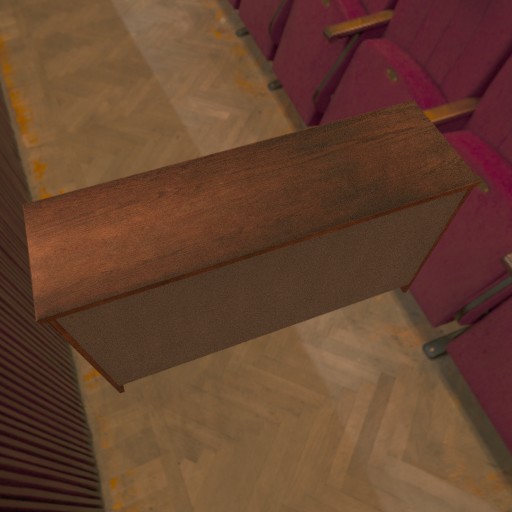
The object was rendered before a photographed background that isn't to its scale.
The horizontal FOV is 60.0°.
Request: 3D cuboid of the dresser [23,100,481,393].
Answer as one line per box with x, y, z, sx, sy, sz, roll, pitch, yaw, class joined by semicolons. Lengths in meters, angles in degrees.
0.000;0.000;1.918;1.551;0.856;0.463;-18;60;-10;dresser
